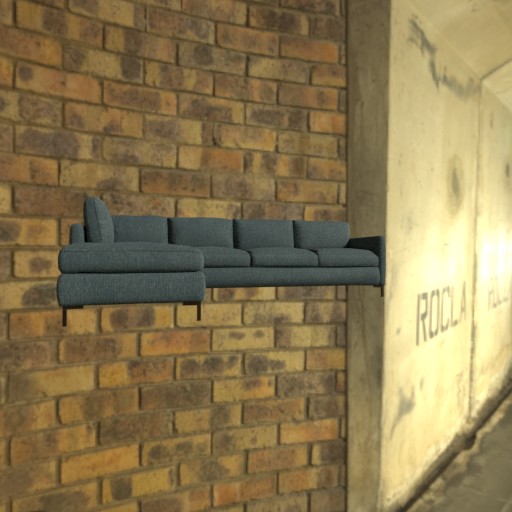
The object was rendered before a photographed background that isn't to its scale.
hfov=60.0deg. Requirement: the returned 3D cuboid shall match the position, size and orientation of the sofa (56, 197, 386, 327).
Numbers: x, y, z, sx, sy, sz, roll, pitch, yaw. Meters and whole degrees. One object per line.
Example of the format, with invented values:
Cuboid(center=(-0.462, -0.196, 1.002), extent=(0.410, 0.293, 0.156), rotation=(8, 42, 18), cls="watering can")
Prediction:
Cuboid(center=(0.000, 0.000, 3.817), extent=(2.949, 0.815, 2.007), rotation=(0, -1, -18), cls="sofa")
